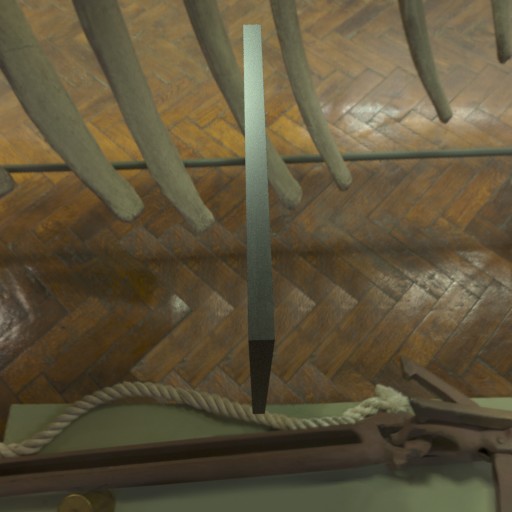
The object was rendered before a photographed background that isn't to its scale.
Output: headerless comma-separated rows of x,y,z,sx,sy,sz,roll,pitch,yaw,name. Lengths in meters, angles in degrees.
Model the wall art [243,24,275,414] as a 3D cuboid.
0.000,0.000,0.811,0.027,0.580,0.479,-1,63,-1,wall art
